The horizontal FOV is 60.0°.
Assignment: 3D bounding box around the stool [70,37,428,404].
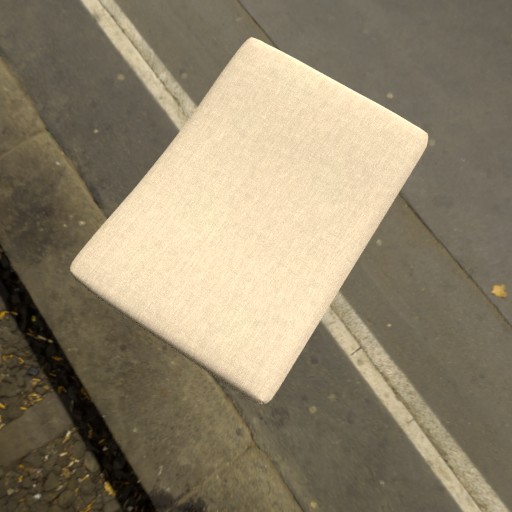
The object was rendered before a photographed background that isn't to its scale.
[{"bbox_3d":[0.000,0.000,0.948,0.356,0.660,0.508,32,77,8],"label":"stool"}]
